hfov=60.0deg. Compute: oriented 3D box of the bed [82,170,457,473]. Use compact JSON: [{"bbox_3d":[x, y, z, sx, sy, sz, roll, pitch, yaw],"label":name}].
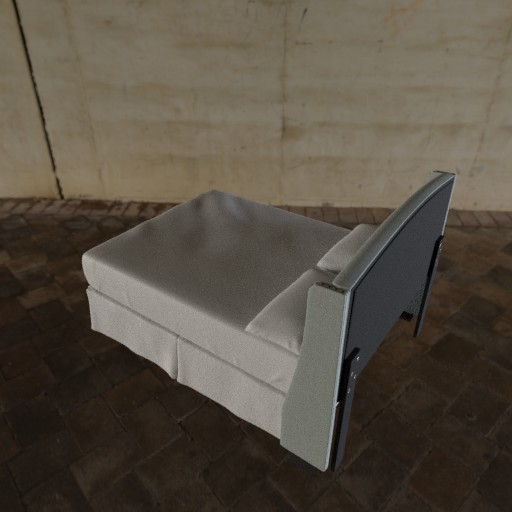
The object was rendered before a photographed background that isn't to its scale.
[{"bbox_3d":[0.000,0.000,3.308,2.237,1.407,1.710,21,37,30],"label":"bed"}]
